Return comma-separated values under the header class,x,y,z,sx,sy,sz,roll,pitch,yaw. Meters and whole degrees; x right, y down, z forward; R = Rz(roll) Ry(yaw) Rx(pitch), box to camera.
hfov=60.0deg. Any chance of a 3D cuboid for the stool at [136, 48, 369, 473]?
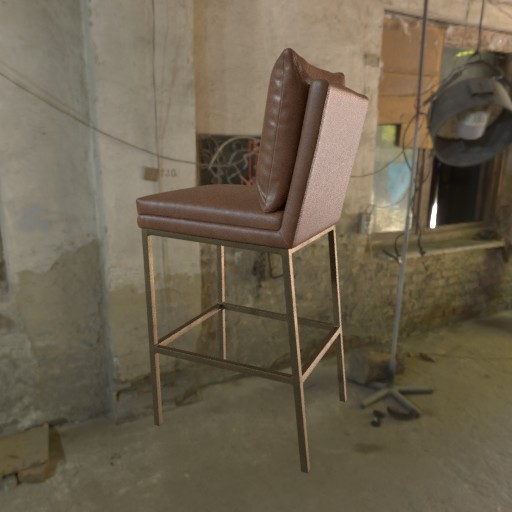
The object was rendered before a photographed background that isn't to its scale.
class,x,y,z,sx,sy,sz,roll,pitch,yaw
stool,0.000,0.000,1.419,0.571,1.124,0.463,7,16,25
